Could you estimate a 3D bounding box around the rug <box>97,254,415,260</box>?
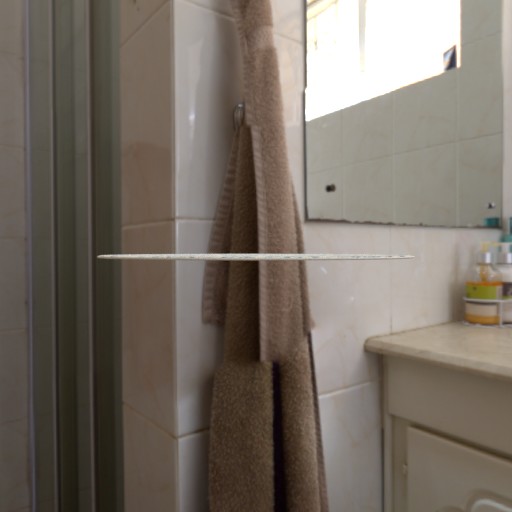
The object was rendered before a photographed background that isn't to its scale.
[{"bbox_3d":[0.000,0.000,2.358,1.593,0.012,1.593,0,1,0],"label":"rug"}]
